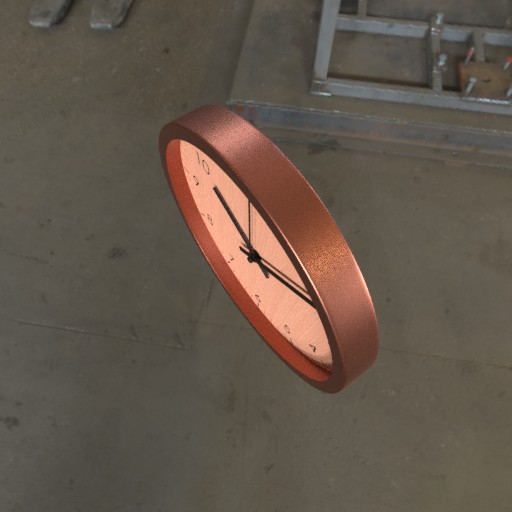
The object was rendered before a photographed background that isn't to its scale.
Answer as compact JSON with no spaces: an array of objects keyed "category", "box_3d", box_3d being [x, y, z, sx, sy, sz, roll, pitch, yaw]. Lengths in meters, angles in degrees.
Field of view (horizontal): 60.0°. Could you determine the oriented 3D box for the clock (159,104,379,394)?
[{"category":"clock","box_3d":[0.000,0.000,0.465,0.040,0.313,0.313,-33,67,-16]}]
